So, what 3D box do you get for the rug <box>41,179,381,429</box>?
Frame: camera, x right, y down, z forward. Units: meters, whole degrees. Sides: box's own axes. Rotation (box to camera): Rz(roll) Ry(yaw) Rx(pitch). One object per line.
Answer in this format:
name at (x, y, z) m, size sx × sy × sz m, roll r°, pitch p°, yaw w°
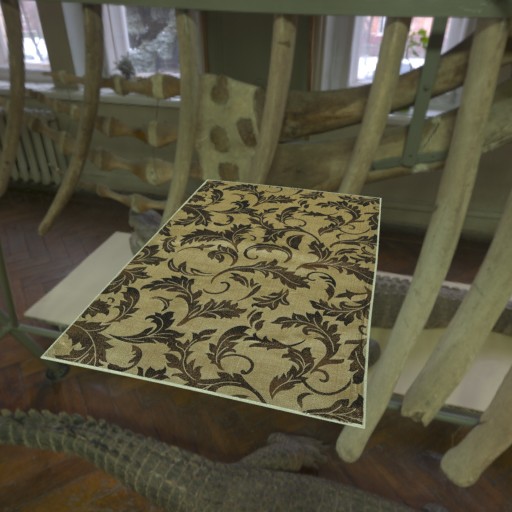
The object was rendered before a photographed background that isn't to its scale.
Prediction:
rug at (0.000, 0.000, 2.869) m, size 1.522 × 0.008 × 2.284 m, roll 8°, pitch 33°, yaw 13°
